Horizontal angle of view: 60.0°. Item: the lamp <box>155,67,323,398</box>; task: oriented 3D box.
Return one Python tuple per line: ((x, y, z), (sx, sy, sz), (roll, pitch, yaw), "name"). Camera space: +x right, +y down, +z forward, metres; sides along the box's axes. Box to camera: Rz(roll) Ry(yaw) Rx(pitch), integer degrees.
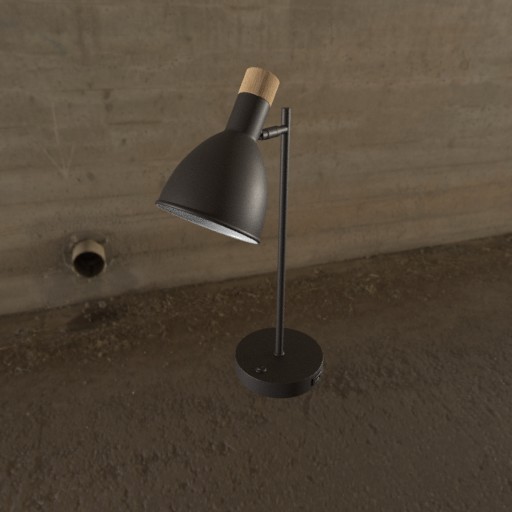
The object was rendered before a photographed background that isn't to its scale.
((0.000, 0.000, 0.615), (0.152, 0.483, 0.287), (19, 32, 33), "lamp")
